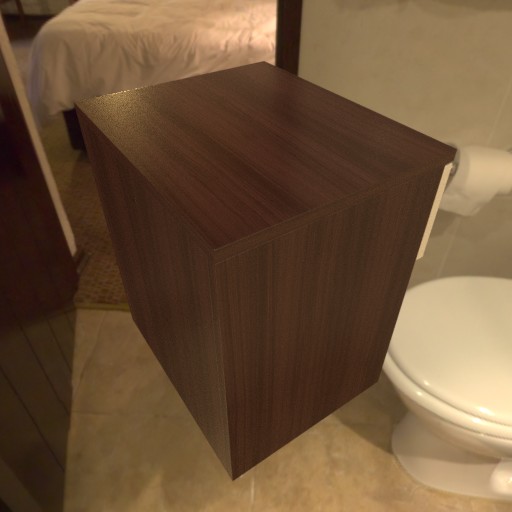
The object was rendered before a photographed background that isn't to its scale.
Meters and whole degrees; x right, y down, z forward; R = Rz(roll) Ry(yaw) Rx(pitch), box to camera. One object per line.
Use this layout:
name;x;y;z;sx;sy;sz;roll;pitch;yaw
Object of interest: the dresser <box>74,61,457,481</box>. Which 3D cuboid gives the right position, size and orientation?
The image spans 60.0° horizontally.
dresser;0.000;0.000;0.739;0.360;0.470;0.400;-24;46;-25
